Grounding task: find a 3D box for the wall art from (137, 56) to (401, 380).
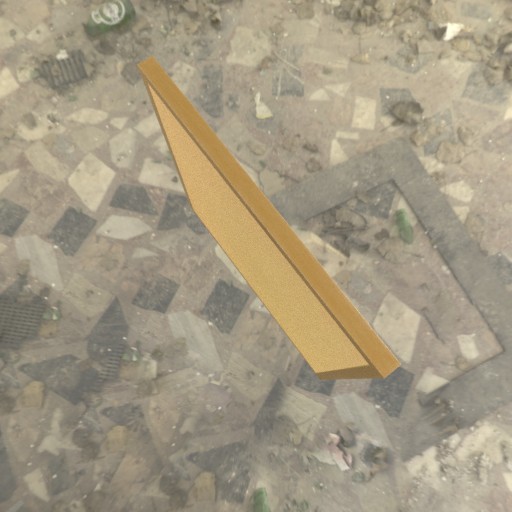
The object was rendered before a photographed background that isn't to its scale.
[{"bbox_3d":[0.000,0.000,1.183,0.037,0.760,0.762,-35,77,-9],"label":"wall art"}]
